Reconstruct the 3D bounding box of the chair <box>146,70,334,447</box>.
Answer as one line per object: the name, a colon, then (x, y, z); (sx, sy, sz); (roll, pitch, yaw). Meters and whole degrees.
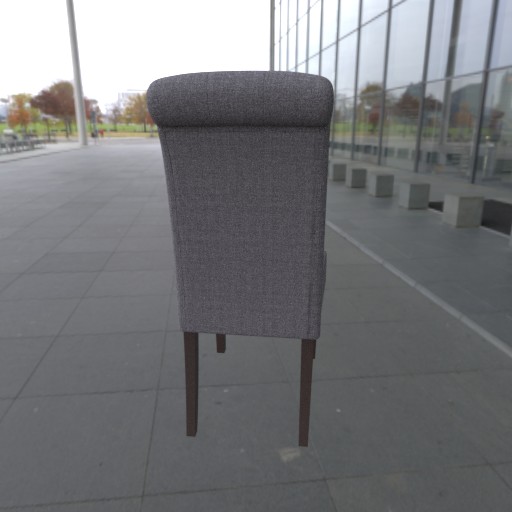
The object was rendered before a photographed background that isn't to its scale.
chair: (0.000, 0.000, 1.378); (0.456, 1.006, 0.671); (2, 16, 7)
